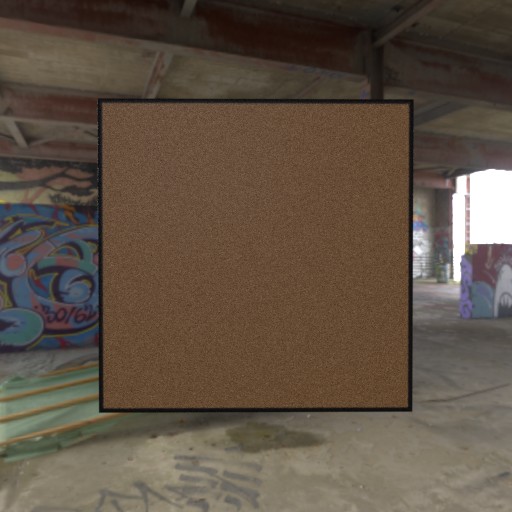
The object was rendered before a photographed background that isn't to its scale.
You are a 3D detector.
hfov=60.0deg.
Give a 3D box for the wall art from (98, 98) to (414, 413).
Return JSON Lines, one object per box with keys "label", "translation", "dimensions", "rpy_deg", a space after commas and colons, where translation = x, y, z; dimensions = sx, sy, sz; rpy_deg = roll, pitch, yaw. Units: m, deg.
{"label": "wall art", "translation": [0.000, 0.000, 0.446], "dimensions": [0.304, 0.303, 0.037], "rpy_deg": [0, 1, -1]}
